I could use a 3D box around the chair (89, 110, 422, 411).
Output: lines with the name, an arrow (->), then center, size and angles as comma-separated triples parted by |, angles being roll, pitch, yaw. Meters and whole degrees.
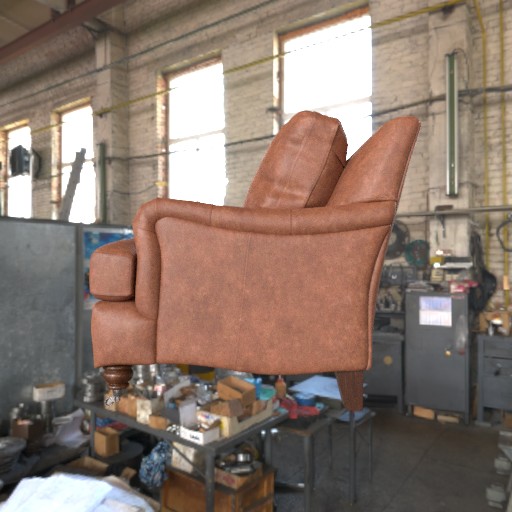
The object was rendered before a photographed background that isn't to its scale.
chair -> 0.000, 0.000, 1.942 | 1.158, 1.055, 0.986 | 0, -1, 1
